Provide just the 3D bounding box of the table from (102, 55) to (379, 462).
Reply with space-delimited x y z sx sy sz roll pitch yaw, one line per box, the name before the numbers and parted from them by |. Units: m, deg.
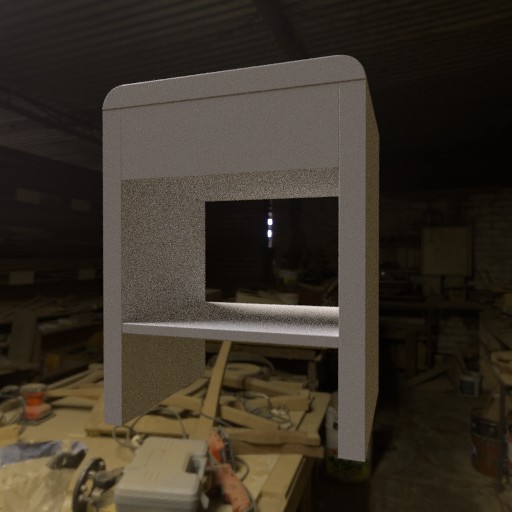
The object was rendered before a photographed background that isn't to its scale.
table | 0.000 0.000 0.873 0.450 0.590 0.350 0 1 19
